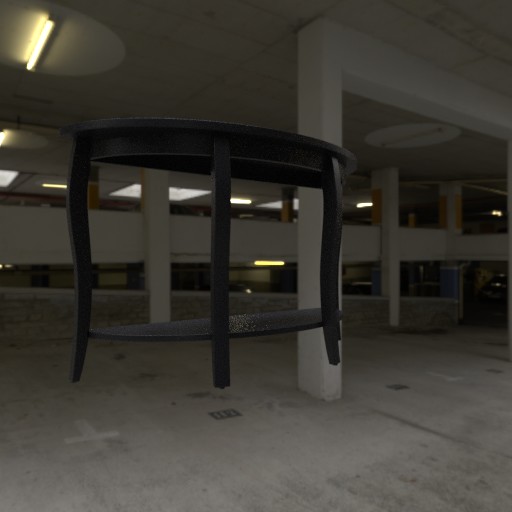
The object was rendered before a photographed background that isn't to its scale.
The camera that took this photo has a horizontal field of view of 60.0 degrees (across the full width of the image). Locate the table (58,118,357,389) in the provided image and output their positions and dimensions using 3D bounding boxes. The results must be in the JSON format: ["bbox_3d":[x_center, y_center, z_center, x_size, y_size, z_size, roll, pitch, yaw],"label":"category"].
[{"bbox_3d":[0.000,0.000,1.561,1.219,0.780,0.394,0,0,-35],"label":"table"}]
